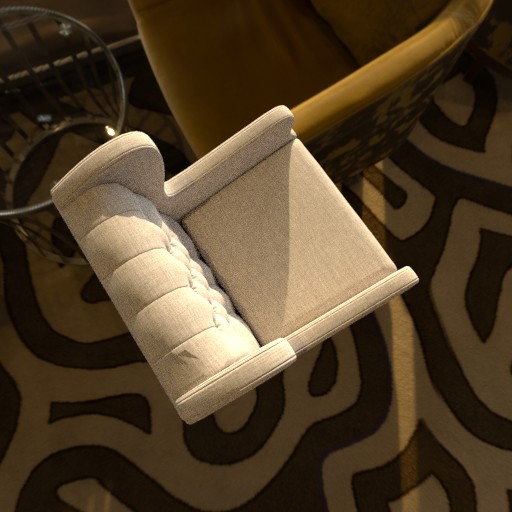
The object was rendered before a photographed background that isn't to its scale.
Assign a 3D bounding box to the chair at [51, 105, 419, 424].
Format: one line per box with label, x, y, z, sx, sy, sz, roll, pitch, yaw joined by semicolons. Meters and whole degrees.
chair;0.000;0.000;1.429;0.760;0.930;0.710;-33;78;-8
